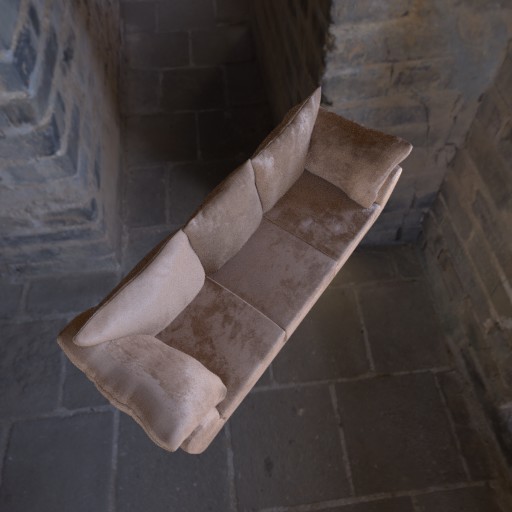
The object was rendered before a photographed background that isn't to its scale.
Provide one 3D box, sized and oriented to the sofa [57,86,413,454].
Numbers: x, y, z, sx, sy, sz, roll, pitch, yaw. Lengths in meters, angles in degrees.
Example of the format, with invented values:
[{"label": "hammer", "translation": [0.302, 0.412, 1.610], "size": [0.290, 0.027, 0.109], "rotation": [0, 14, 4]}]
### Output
[{"label": "sofa", "translation": [0.000, 0.000, 2.805], "size": [0.893, 0.981, 2.377], "rotation": [32, 63, 18]}]
